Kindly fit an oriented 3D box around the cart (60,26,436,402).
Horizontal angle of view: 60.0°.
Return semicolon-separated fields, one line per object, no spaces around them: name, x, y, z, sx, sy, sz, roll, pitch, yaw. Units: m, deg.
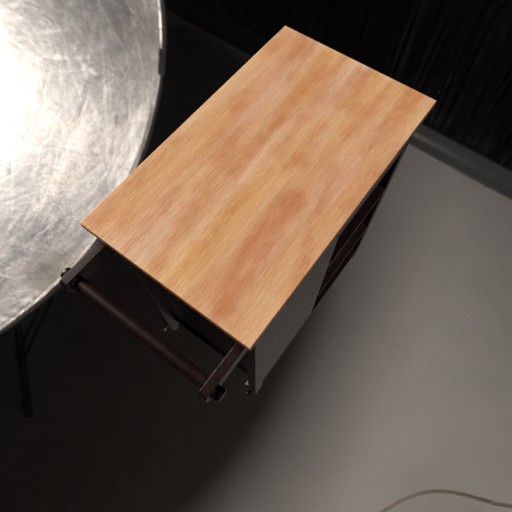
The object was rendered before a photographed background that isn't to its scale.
cart;0.000;0.000;1.424;0.472;0.878;0.914;34;69;15
